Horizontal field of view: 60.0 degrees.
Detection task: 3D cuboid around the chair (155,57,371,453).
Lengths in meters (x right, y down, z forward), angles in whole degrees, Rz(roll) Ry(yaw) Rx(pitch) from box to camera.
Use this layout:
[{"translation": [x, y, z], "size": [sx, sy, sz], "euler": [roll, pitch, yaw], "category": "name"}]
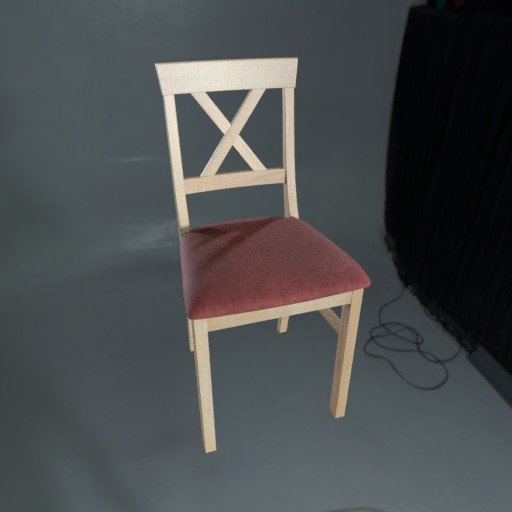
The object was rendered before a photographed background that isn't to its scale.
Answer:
[{"translation": [0.000, 0.000, 1.183], "size": [0.439, 0.912, 0.492], "euler": [-9, 32, -15], "category": "chair"}]
